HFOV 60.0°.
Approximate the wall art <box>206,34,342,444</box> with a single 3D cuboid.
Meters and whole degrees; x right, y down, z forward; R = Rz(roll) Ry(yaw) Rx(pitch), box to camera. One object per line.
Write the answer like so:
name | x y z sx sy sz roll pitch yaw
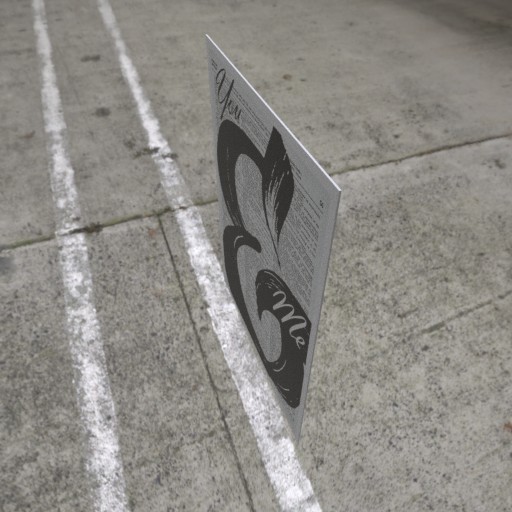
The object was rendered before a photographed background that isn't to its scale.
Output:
wall art | 0.000 0.000 0.798 0.003 0.609 0.457 -15 47 -15
